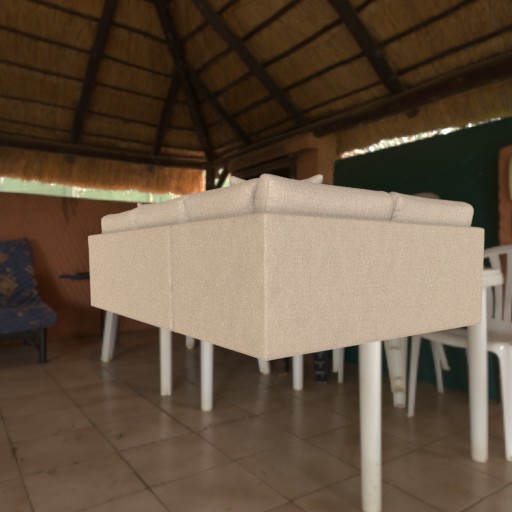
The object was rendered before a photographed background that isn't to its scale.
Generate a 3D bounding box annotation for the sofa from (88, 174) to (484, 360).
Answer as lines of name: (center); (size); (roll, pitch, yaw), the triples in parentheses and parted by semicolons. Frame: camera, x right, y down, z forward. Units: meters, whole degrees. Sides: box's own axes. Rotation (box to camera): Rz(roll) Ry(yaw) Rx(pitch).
sofa: (0.000, 0.000, 3.767); (1.994, 0.978, 2.896); (0, 0, -36)
